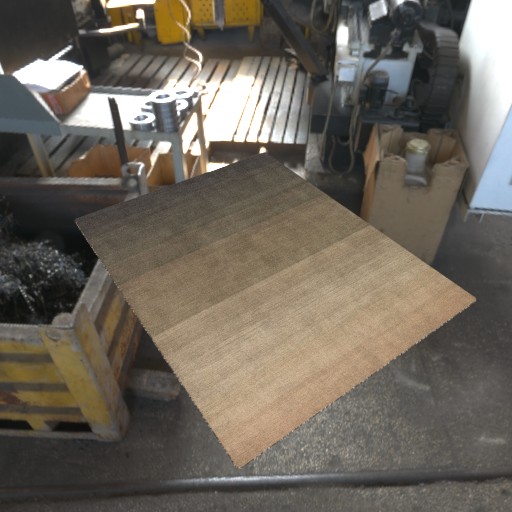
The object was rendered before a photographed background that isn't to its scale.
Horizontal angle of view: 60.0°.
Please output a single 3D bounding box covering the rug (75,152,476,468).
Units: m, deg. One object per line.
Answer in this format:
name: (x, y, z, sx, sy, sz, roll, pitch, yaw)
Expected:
rug: (0.000, 0.000, 3.934, 2.306, 0.017, 2.902, -25, 48, -25)
